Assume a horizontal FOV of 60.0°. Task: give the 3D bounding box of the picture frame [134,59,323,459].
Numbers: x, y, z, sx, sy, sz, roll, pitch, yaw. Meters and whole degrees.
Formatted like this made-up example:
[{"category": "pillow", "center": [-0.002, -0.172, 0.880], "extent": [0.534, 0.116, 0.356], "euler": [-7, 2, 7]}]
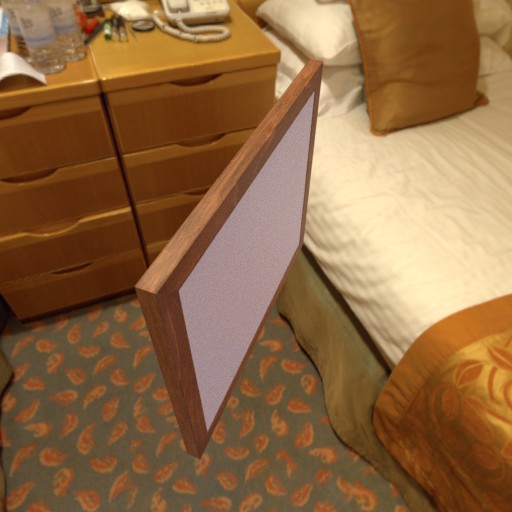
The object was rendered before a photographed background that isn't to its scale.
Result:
[{"category": "picture frame", "center": [0.000, 0.000, 0.771], "extent": [0.025, 0.457, 0.559], "euler": [17, 49, 15]}]
